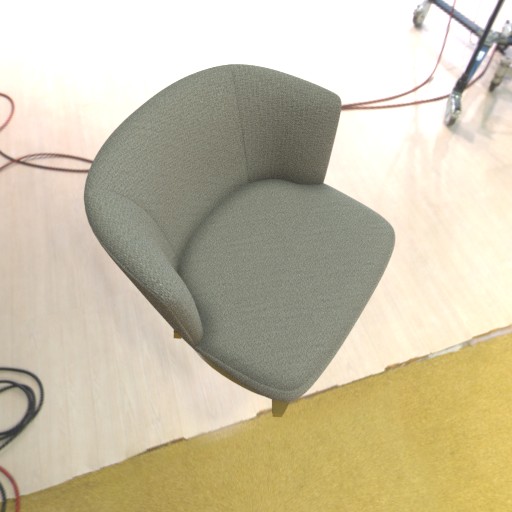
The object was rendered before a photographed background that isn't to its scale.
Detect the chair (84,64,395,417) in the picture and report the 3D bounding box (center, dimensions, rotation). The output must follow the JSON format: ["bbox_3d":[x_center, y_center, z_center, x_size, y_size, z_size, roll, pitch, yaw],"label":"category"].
[{"bbox_3d":[0.000,0.000,1.261,0.660,0.760,0.700,29,62,17],"label":"chair"}]
